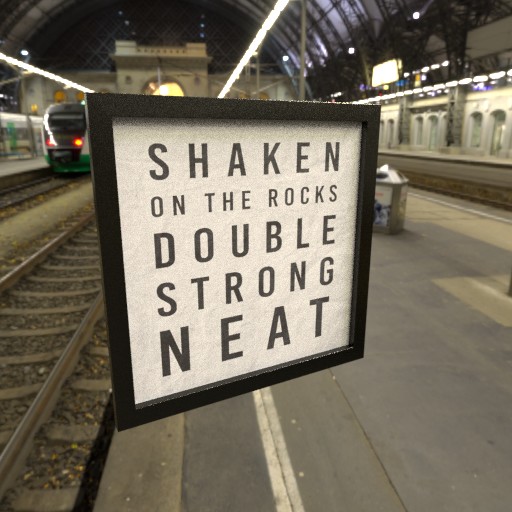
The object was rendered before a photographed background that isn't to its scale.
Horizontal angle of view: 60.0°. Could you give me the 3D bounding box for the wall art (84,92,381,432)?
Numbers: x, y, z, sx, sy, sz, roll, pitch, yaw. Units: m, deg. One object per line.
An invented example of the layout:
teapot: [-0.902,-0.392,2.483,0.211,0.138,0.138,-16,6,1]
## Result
wall art: [0.000,0.000,0.523,0.349,0.349,0.014,-8,17,-28]
